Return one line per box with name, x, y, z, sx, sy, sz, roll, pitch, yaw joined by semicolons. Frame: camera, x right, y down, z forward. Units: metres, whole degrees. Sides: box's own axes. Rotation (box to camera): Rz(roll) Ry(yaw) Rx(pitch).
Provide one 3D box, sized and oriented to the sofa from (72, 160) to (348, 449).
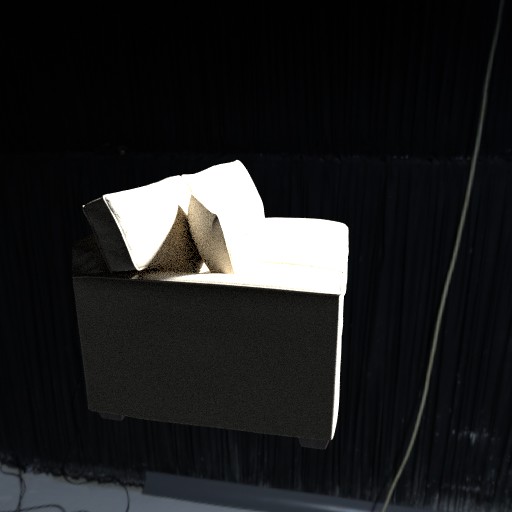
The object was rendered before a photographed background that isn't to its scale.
sofa;0.000;0.000;2.520;1.034;0.946;1.962;3;16;11
